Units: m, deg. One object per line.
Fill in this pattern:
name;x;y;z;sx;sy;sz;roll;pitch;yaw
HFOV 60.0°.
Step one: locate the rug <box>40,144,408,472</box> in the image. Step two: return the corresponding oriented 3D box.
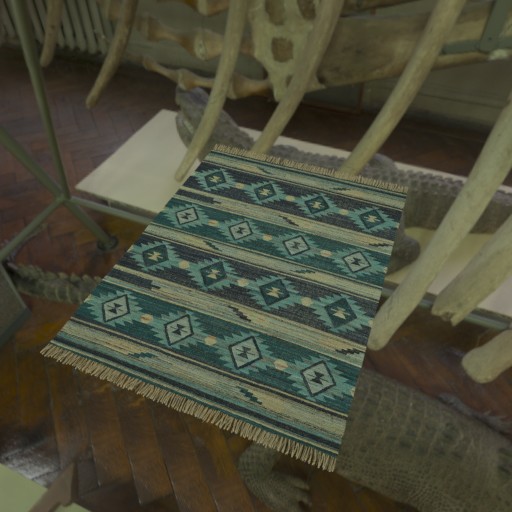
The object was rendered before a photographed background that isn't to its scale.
rug;0.000;0.000;4.272;2.418;0.047;3.307;16;48;15
